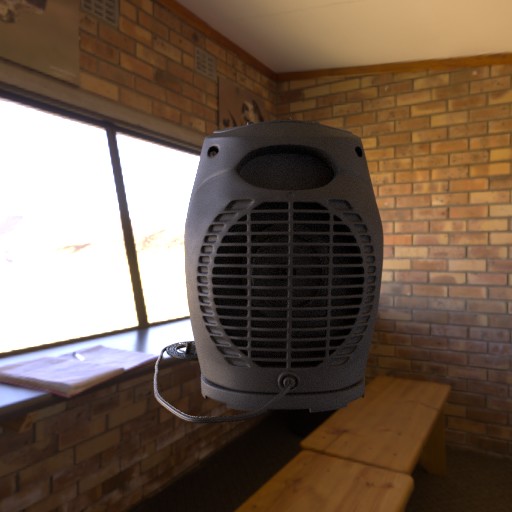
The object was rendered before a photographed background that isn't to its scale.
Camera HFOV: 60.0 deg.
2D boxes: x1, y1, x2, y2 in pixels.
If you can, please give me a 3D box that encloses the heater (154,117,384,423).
[{"bbox_3d":[0.000,0.000,0.480,0.239,0.255,0.291,0,1,-1],"label":"heater"}]
